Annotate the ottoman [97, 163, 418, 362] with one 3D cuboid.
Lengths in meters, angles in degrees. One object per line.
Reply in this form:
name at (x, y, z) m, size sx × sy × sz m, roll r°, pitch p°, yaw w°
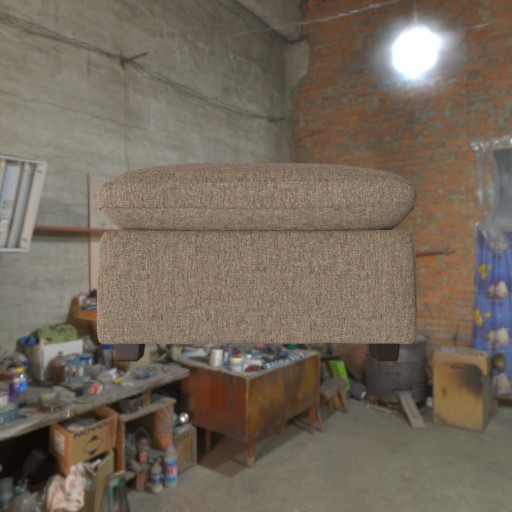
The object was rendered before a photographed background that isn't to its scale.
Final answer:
ottoman at (0.000, 0.000, 1.357) m, size 0.694 × 0.451 × 0.977 m, roll 0°, pitch -1°, yaw 0°
